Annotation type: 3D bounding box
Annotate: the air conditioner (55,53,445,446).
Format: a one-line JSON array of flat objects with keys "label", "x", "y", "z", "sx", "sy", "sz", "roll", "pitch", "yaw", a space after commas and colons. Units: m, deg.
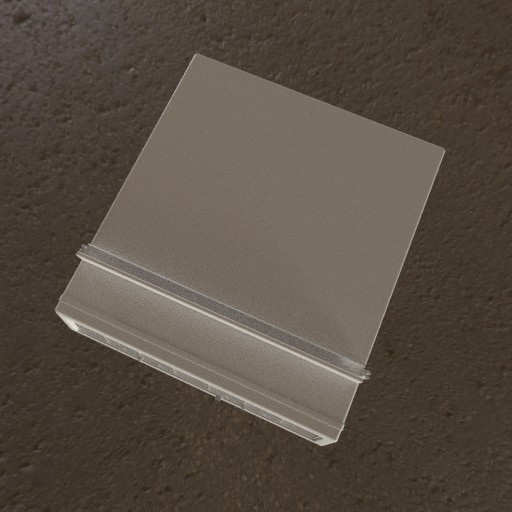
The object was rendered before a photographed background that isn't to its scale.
[{"label": "air conditioner", "x": 0.000, "y": 0.000, "z": 0.892, "sx": 0.503, "sy": 0.388, "sz": 0.546, "roll": 23, "pitch": 77, "yaw": 6}]
